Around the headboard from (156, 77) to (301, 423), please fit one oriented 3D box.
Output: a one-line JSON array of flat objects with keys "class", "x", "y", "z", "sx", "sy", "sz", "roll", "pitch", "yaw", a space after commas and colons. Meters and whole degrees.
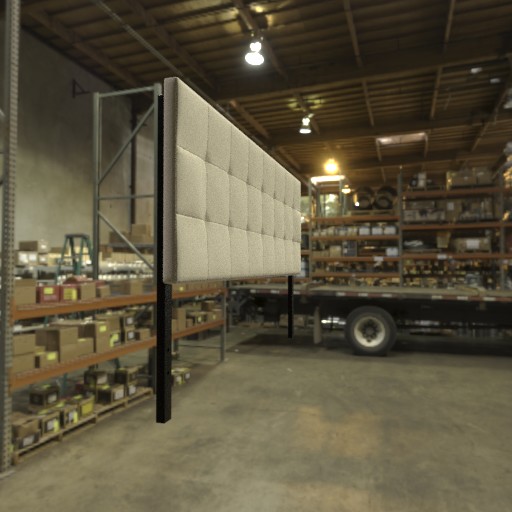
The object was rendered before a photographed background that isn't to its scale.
[{"class": "headboard", "x": 0.000, "y": 0.000, "z": 2.901, "sx": 0.120, "sy": 1.410, "sz": 2.362, "roll": 0, "pitch": -1, "yaw": 18}]
